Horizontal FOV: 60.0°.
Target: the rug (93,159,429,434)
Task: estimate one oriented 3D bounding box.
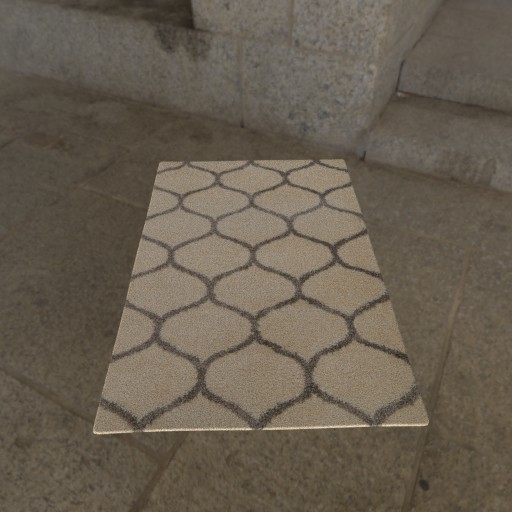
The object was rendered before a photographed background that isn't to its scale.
[{"bbox_3d":[0.000,0.000,3.341,1.801,0.026,2.701,-1,43,-1],"label":"rug"}]
